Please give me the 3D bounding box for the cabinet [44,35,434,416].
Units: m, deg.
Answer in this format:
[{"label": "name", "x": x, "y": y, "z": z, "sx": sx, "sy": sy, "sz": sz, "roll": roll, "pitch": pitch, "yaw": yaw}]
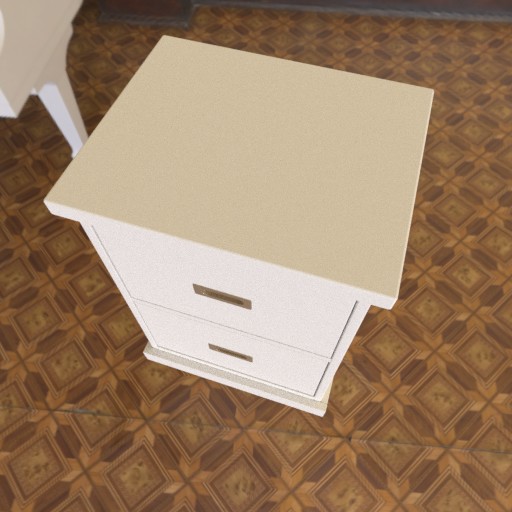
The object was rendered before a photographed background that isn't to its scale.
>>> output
[{"label": "cabinet", "x": 0.000, "y": 0.000, "z": 1.022, "sx": 0.520, "sy": 0.723, "sz": 0.431, "roll": 16, "pitch": 60, "yaw": 9}]
